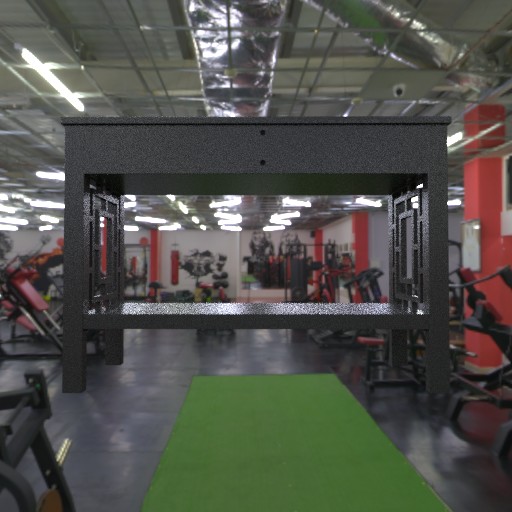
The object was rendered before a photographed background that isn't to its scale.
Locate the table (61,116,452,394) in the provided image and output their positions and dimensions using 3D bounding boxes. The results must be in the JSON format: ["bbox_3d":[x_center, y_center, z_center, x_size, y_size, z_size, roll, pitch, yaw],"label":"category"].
[{"bbox_3d":[0.000,0.000,1.399,1.068,0.753,0.397,0,-1,0],"label":"table"}]
